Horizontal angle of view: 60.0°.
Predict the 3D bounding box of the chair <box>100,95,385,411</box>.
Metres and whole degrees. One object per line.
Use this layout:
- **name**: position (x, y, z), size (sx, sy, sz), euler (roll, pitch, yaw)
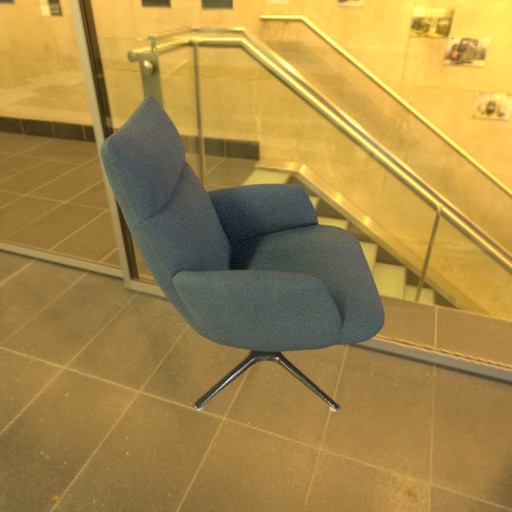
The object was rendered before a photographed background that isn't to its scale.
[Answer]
- **chair**: position (0.000, 0.000, 1.616), size (0.889, 1.016, 0.711), euler (0, 32, 0)
